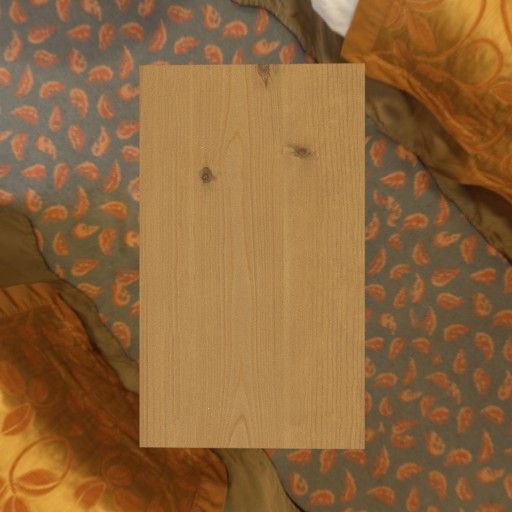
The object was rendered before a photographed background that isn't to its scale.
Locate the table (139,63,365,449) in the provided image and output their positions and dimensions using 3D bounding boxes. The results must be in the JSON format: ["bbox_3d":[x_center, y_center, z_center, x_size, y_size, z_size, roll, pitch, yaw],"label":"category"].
[{"bbox_3d":[0.000,0.000,1.025,0.351,0.673,0.597,0,90,1],"label":"table"}]
